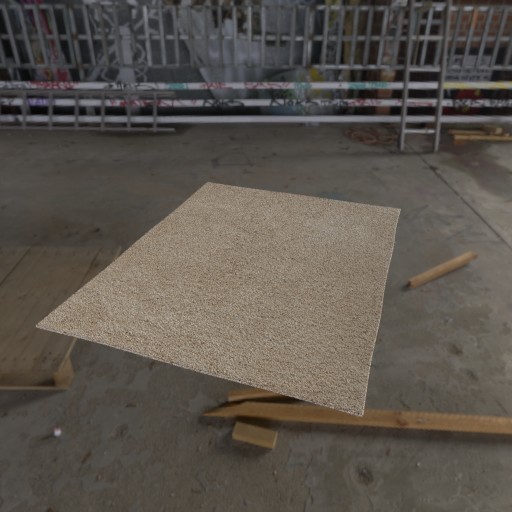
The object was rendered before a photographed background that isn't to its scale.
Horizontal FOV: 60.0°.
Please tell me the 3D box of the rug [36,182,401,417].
[{"bbox_3d":[0.000,0.000,4.151,2.400,0.025,3.000,10,33,17],"label":"rug"}]
